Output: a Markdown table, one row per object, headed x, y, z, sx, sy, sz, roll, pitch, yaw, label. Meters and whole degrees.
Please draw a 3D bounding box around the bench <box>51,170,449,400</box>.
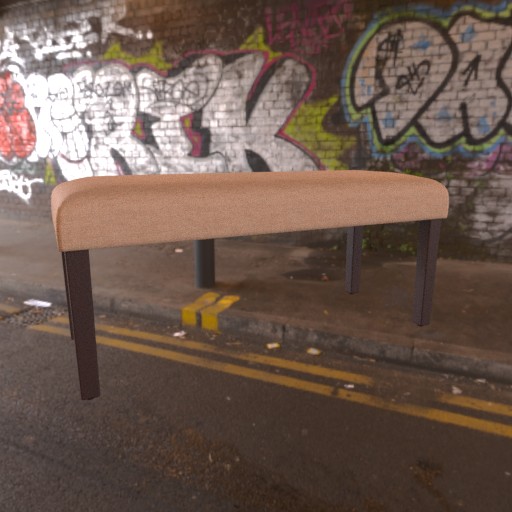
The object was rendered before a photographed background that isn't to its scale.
| x | y | z | sx | sy | sz | roll | pitch | yaw | label |
| --- | --- | --- | --- | --- | --- | --- | --- | --- | --- |
| 0.000 | 0.000 | 1.244 | 1.013 | 0.456 | 0.407 | -6 | 15 | -25 | bench |
